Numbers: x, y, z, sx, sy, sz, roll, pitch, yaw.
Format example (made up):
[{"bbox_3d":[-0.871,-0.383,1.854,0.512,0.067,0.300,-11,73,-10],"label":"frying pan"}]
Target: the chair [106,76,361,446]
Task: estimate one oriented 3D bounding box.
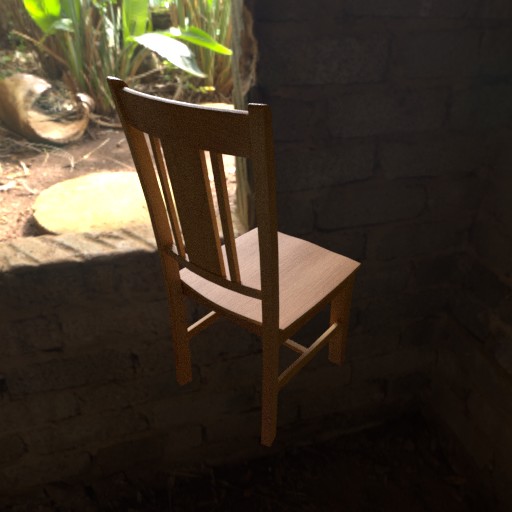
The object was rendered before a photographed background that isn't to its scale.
[{"bbox_3d":[0.000,0.000,1.293,0.450,0.998,0.556,23,38,33],"label":"chair"}]
